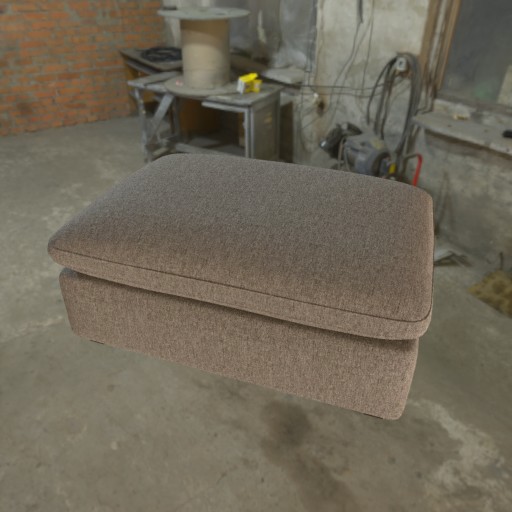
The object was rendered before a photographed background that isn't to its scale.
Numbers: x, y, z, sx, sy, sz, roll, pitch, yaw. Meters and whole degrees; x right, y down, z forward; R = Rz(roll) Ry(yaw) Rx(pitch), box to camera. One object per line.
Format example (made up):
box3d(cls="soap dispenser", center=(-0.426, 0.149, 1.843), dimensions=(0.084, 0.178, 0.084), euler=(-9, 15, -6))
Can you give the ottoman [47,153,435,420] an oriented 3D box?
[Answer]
box3d(cls="ottoman", center=(0.000, 0.000, 1.352), dimensions=(0.977, 0.451, 0.694), euler=(11, 35, 16))
